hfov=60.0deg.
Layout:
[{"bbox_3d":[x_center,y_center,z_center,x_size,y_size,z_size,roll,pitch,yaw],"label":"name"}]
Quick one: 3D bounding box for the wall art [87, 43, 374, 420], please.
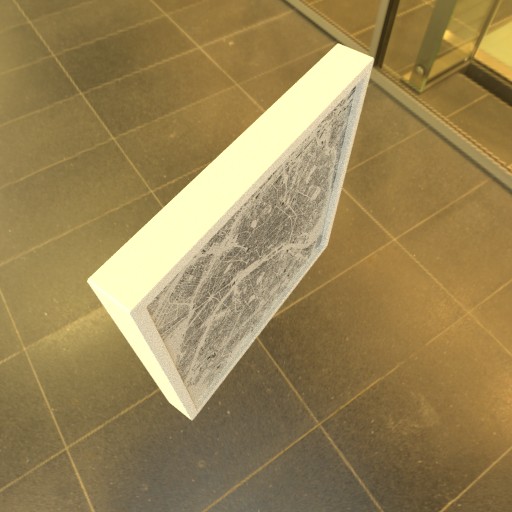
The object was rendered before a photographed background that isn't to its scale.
[{"bbox_3d":[0.000,0.000,0.462,0.038,0.305,0.305,32,63,18],"label":"wall art"}]
